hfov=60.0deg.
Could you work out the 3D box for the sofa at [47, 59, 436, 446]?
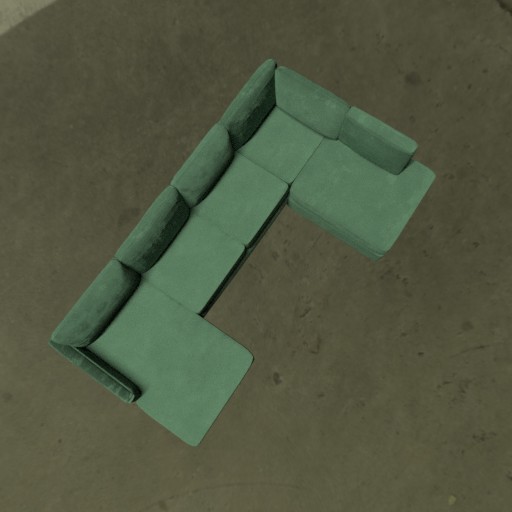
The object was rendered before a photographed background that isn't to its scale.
[{"bbox_3d":[0.000,0.000,4.226,2.055,0.992,3.434,33,78,8],"label":"sofa"}]
